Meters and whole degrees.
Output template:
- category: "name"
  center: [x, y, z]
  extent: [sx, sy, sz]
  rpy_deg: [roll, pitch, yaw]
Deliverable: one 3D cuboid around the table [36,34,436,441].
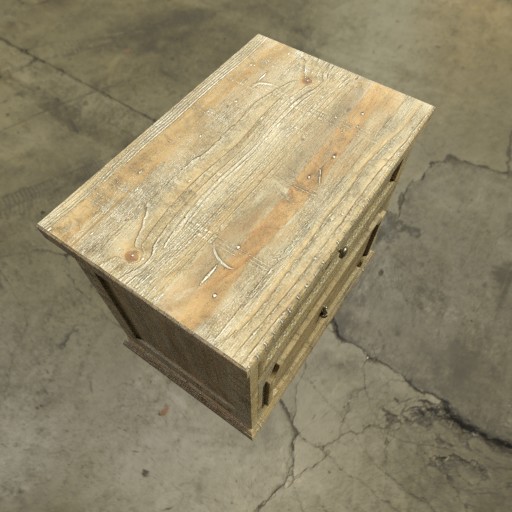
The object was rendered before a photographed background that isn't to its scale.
- category: "table"
  center: [0.000, 0.000, 1.146]
  extent: [0.457, 0.711, 0.686]
  rpy_deg: [31, 64, 17]
